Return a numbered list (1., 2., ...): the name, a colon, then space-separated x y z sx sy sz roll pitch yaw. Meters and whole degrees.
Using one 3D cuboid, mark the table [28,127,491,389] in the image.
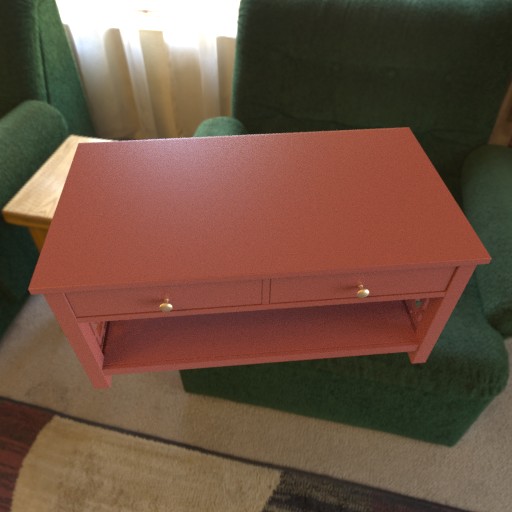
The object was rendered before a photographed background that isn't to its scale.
1. table: 0.000 0.000 1.395 1.068 0.493 0.612 -4 46 -4
